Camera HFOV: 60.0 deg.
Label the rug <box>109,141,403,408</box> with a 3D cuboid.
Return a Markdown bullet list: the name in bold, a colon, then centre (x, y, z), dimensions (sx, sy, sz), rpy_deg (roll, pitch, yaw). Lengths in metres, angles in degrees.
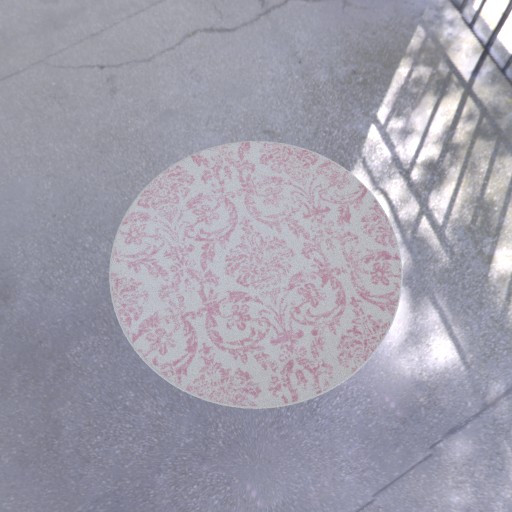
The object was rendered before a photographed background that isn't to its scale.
- **rug**: centre (0.000, 0.000, 2.431), dimensions (1.593, 0.012, 1.593), rpy_deg (0, 64, 0)
